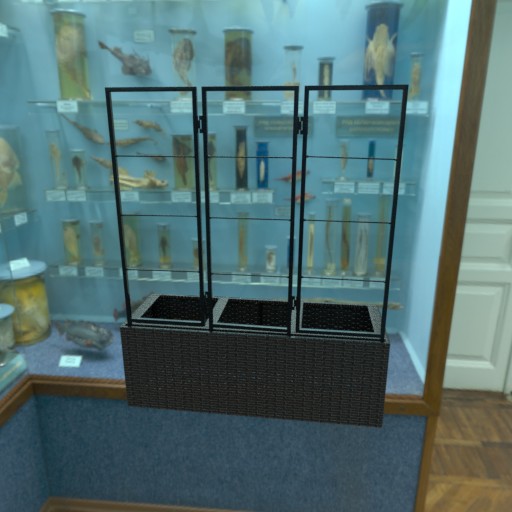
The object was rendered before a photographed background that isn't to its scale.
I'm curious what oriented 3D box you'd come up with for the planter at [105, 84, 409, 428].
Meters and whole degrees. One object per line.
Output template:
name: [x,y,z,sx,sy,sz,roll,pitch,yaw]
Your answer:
planter: [0.000,0.000,1.191,0.699,0.841,0.244,2,17,7]
